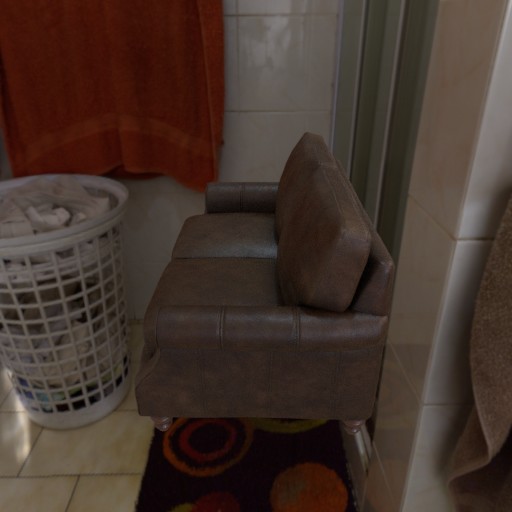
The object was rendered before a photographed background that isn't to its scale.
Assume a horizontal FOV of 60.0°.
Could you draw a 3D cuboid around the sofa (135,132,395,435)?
[{"bbox_3d":[0.000,0.000,2.271,0.990,0.976,1.616,1,27,1],"label":"sofa"}]
